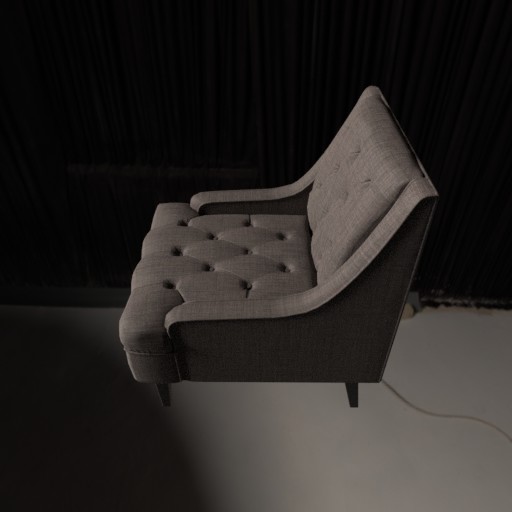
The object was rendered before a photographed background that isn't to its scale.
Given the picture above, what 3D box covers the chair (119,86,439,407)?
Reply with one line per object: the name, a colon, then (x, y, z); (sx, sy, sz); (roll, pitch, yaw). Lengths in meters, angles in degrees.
chair: (0.000, 0.000, 1.431); (0.771, 0.891, 0.655); (0, 40, 0)
